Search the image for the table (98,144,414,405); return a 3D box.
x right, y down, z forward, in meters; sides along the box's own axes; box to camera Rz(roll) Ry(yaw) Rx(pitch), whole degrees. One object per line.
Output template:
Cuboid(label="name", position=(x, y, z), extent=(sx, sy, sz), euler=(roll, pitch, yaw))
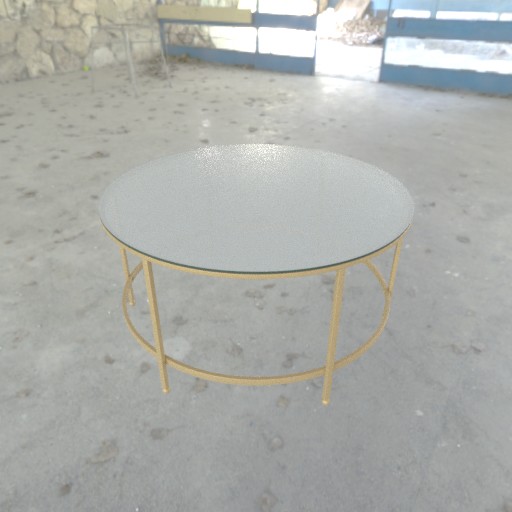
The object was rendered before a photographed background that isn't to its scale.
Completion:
Cuboid(label="table", position=(0.000, 0.000, 1.458), extent=(0.914, 0.470, 0.914), euler=(0, 31, 0))
